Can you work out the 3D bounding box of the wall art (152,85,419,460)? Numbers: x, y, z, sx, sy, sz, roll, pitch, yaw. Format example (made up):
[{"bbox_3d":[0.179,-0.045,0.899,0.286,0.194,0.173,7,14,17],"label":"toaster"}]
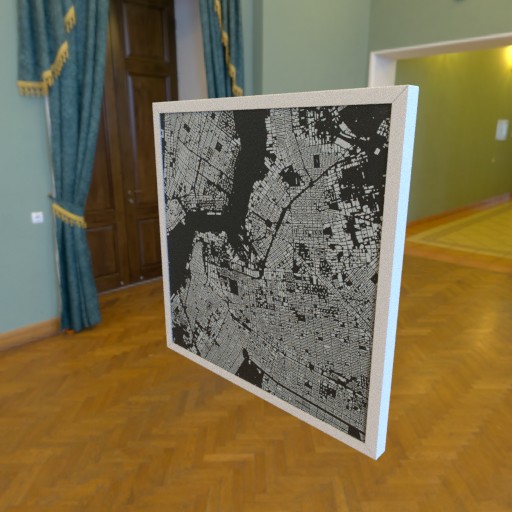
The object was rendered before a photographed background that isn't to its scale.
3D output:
[{"bbox_3d":[0.000,0.000,1.124,0.761,0.762,0.050,14,21,41],"label":"wall art"}]
